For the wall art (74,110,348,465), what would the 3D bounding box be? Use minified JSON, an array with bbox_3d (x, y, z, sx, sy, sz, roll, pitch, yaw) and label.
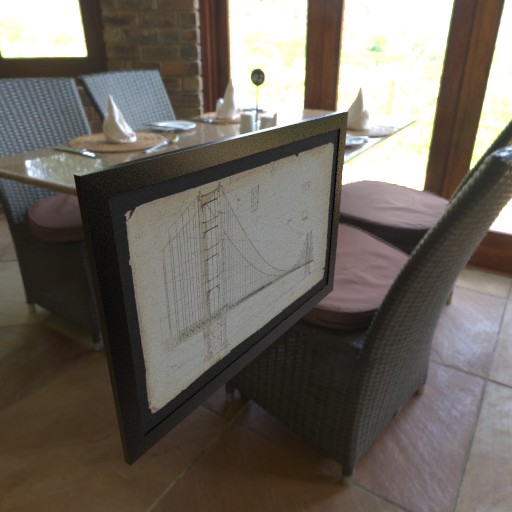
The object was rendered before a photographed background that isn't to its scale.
[{"bbox_3d":[0.000,0.000,0.819,0.013,0.447,0.660,17,30,32],"label":"wall art"}]
